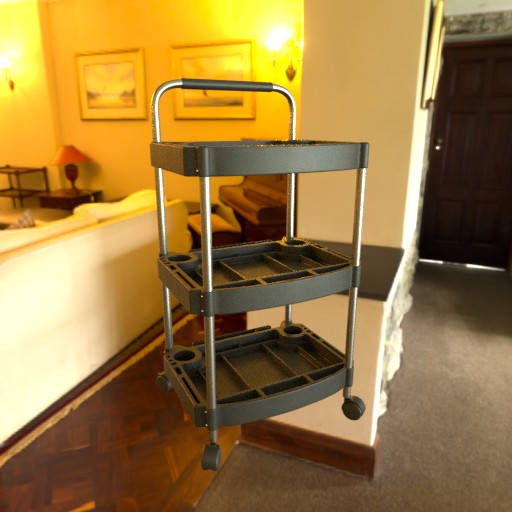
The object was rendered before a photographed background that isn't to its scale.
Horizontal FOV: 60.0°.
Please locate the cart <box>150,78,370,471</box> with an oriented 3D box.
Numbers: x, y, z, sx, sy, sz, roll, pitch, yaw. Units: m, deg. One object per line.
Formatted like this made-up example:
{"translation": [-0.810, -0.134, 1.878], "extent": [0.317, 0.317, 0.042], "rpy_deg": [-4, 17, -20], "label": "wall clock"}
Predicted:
{"translation": [0.000, 0.000, 1.409], "extent": [0.584, 1.075, 0.518], "rpy_deg": [-8, 18, -26], "label": "cart"}
